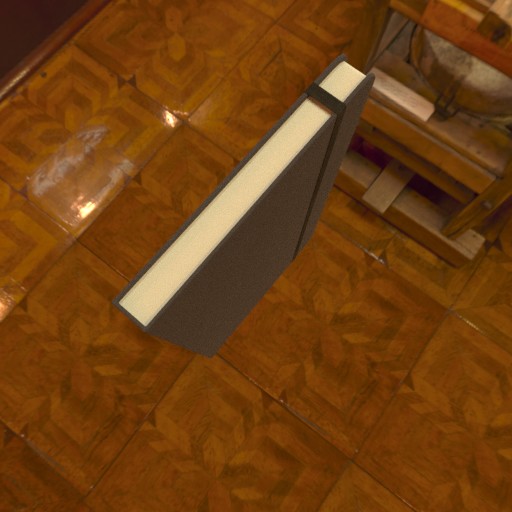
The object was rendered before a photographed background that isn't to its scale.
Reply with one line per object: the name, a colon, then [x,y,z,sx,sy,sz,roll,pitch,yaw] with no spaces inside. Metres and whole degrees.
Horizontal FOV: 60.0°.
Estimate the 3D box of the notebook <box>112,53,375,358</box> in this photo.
notebook: [0.000,0.000,0.255,0.016,0.213,0.127,39,78,10]
